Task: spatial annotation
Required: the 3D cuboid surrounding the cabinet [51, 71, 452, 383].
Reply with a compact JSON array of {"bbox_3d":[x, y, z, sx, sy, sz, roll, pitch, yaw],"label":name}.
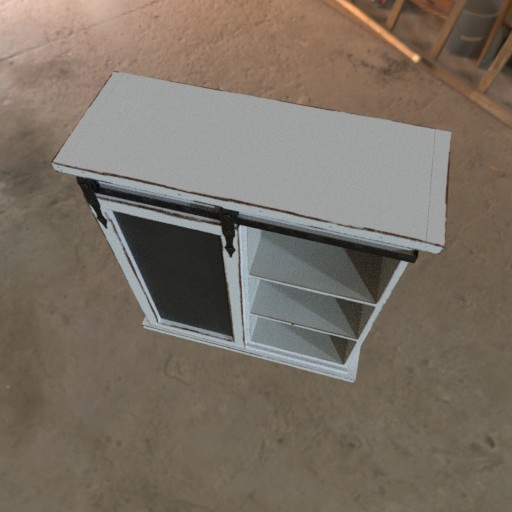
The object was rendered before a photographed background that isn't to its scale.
[{"bbox_3d":[0.000,0.000,0.894,0.541,0.603,0.210,13,59,8],"label":"cabinet"}]
